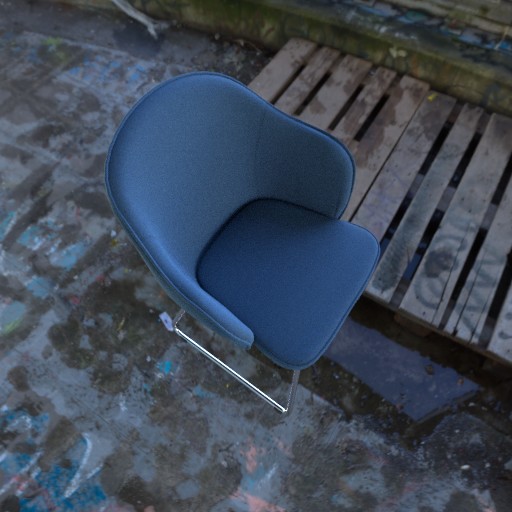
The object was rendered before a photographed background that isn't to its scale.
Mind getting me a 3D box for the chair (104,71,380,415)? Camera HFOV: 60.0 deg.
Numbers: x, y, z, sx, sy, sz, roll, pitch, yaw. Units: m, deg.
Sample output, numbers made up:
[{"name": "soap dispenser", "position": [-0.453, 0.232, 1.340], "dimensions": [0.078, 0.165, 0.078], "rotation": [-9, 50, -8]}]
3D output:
[{"name": "chair", "position": [0.000, 0.000, 1.211], "dimensions": [0.585, 0.815, 0.570], "rotation": [30, 65, 16]}]
